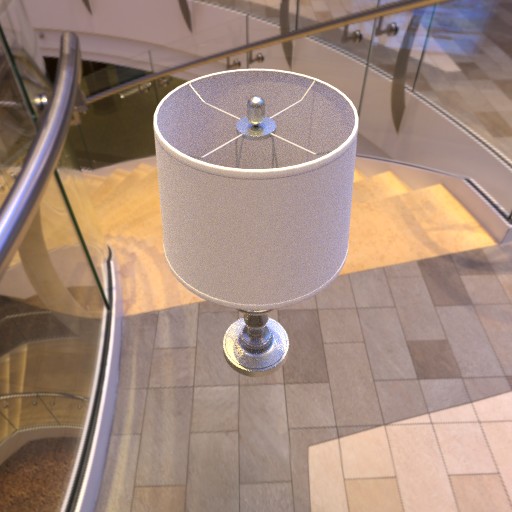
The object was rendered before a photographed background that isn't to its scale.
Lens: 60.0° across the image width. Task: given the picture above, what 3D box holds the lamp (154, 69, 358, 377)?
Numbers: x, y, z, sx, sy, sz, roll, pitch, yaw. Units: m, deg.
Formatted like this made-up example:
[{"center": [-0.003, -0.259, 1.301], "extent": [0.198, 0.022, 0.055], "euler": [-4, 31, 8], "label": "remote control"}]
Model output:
[{"center": [0.000, 0.000, 0.971], "extent": [0.383, 0.733, 0.383], "euler": [0, 46, 0], "label": "lamp"}]
